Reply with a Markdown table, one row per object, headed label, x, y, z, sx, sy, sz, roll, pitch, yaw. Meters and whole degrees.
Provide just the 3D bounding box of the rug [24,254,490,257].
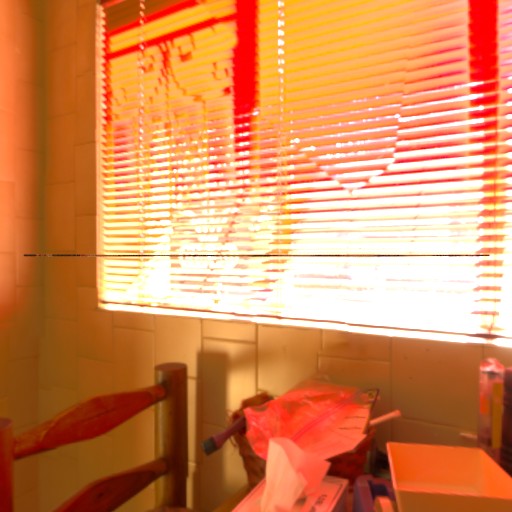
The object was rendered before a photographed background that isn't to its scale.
| label | x | y | z | sx | sy | sz | roll | pitch | yaw |
| --- | --- | --- | --- | --- | --- | --- | --- | --- | --- |
| rug | 0.000 | 0.000 | 2.330 | 1.825 | 0.009 | 1.221 | 0 | 0 | 0 |
